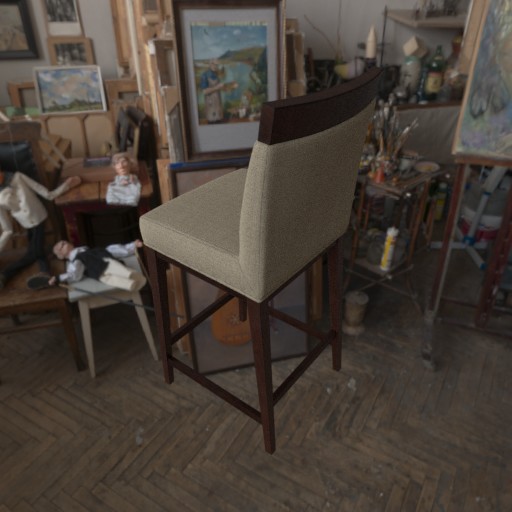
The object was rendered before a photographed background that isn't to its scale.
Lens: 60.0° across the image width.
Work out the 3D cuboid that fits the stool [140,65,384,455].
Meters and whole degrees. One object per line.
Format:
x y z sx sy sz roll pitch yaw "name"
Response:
0.000 0.000 1.289 0.480 1.011 0.463 23 39 31 "stool"
